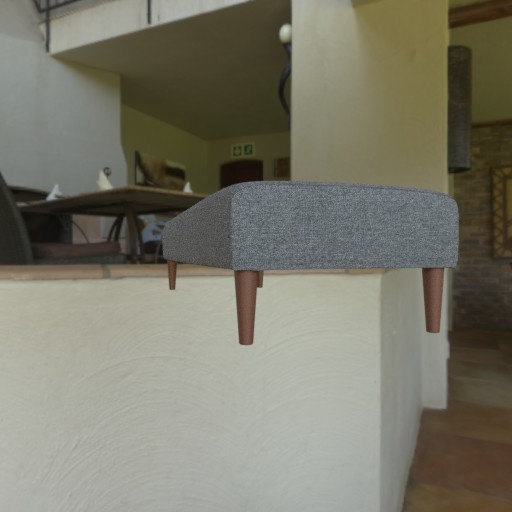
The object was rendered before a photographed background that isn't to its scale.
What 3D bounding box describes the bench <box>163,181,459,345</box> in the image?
[{"bbox_3d":[0.000,0.000,1.797,0.631,0.384,1.598,0,1,-17],"label":"bench"}]
